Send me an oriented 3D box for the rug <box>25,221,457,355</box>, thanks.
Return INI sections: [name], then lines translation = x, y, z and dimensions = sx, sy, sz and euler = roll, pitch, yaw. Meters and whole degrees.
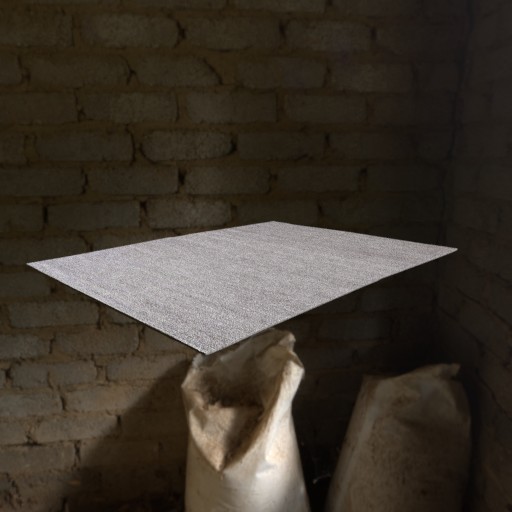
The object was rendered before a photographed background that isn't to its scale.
[rug]
translation = 0.000, 0.000, 4.084
dimensions = 2.434, 0.045, 3.202
euler = 13, 19, 43
